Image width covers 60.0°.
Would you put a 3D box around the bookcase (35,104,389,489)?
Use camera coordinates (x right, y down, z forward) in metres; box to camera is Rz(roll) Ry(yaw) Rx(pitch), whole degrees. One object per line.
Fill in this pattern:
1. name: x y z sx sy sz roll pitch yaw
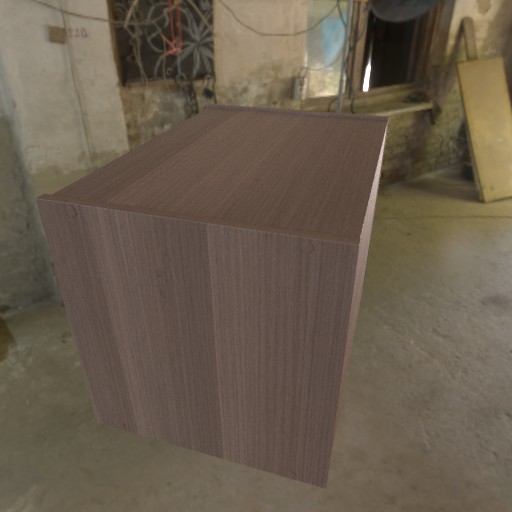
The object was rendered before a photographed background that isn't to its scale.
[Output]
1. bookcase: 0.000 0.000 0.612 0.290 0.305 0.415 9 32 15
